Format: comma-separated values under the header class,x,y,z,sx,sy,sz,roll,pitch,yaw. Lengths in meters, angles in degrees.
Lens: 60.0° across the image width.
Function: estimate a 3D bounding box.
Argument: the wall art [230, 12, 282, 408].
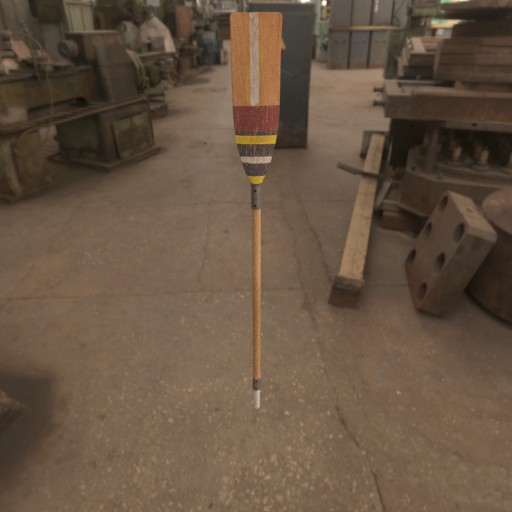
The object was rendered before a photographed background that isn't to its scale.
class,x,y,z,sx,sy,sz,roll,pitch,yaw
wall art,0.000,0.000,1.615,0.146,1.556,0.038,0,29,0
